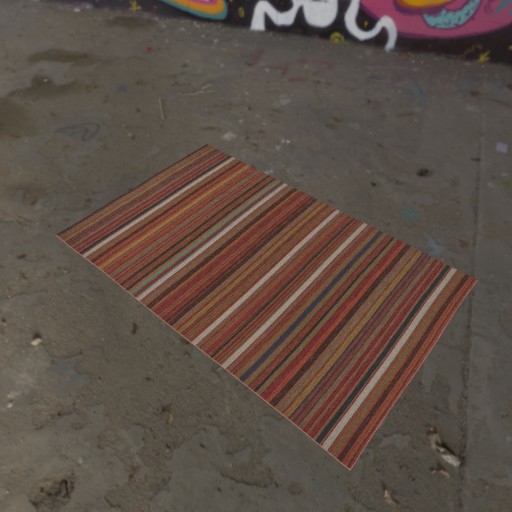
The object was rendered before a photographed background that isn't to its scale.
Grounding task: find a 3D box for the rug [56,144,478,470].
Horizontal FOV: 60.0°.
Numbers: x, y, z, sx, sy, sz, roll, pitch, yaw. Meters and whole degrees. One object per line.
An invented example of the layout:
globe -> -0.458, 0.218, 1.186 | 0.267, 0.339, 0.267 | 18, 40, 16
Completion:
rug -> 0.000, 0.000, 2.987 | 2.438, 0.008, 1.523 | 32, 54, 27
